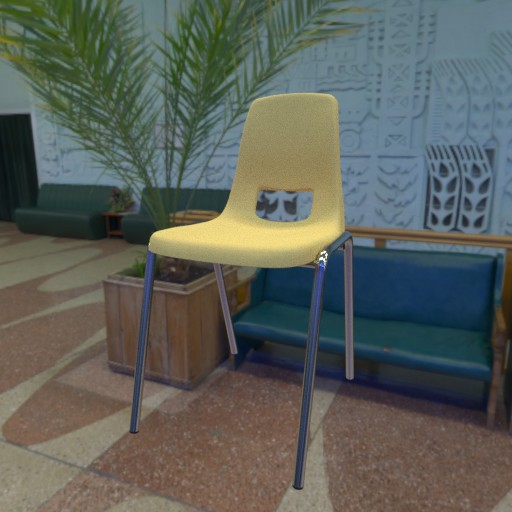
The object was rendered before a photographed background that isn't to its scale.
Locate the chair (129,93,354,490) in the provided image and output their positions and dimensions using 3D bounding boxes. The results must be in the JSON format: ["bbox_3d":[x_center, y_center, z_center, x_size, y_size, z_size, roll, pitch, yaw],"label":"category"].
[{"bbox_3d":[0.000,0.000,0.947,0.381,0.704,0.436,6,14,25],"label":"chair"}]
